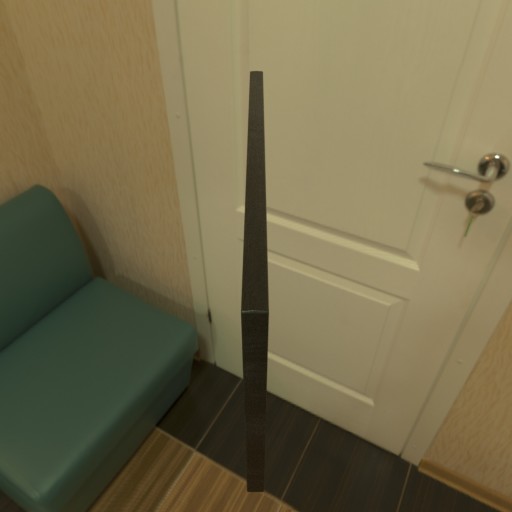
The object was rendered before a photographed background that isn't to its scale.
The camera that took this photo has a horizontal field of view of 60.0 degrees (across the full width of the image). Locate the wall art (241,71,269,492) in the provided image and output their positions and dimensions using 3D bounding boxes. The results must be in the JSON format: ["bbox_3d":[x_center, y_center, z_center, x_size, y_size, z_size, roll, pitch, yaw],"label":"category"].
[{"bbox_3d":[0.000,0.000,1.133,0.038,0.612,0.912,0,42,0],"label":"wall art"}]
